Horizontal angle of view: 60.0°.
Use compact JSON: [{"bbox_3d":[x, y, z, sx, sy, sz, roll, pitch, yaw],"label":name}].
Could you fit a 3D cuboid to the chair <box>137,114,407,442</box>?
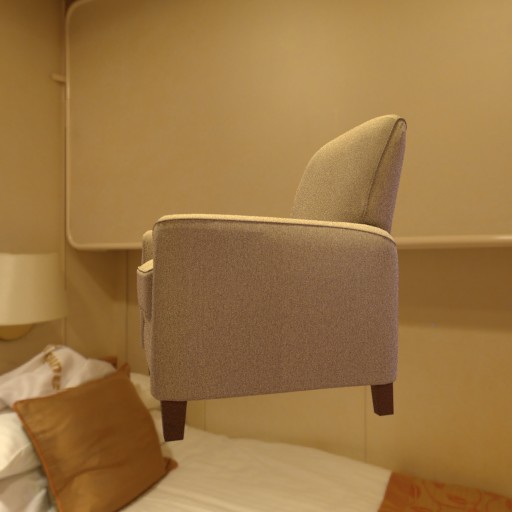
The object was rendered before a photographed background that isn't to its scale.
[{"bbox_3d":[0.000,0.000,1.668,0.864,1.014,0.848,0,0,-17],"label":"chair"}]
